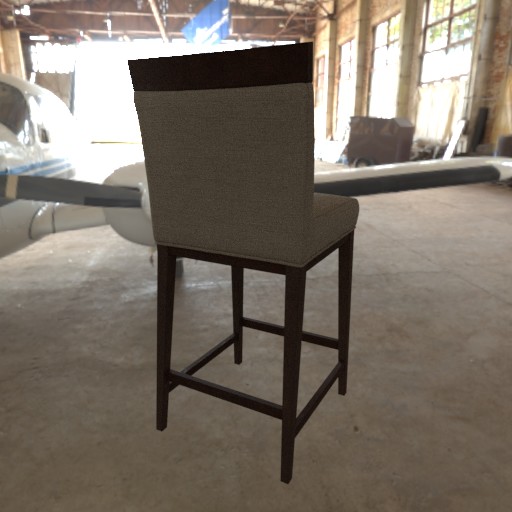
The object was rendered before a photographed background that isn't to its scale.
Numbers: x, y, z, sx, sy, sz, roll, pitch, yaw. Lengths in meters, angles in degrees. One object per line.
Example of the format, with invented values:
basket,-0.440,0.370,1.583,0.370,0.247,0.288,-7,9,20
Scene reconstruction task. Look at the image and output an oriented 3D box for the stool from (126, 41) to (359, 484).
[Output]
stool,0.000,0.000,1.379,0.511,1.117,0.531,9,18,28
